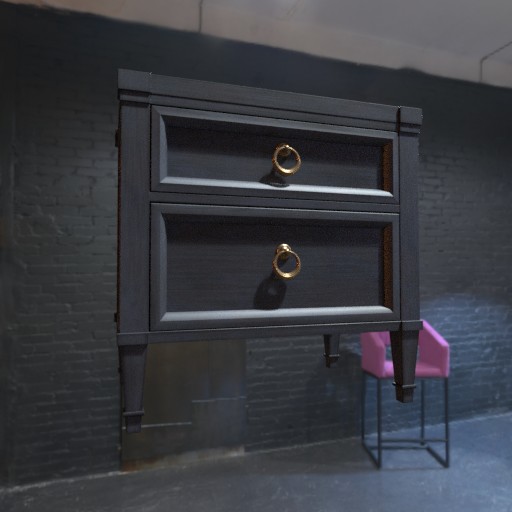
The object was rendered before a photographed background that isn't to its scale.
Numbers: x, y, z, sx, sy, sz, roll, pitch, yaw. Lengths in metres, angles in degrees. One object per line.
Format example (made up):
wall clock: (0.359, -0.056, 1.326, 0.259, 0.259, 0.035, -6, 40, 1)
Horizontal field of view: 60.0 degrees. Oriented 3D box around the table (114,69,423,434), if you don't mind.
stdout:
table: (0.000, 0.000, 1.086, 0.660, 0.660, 0.413, 1, -2, -18)
